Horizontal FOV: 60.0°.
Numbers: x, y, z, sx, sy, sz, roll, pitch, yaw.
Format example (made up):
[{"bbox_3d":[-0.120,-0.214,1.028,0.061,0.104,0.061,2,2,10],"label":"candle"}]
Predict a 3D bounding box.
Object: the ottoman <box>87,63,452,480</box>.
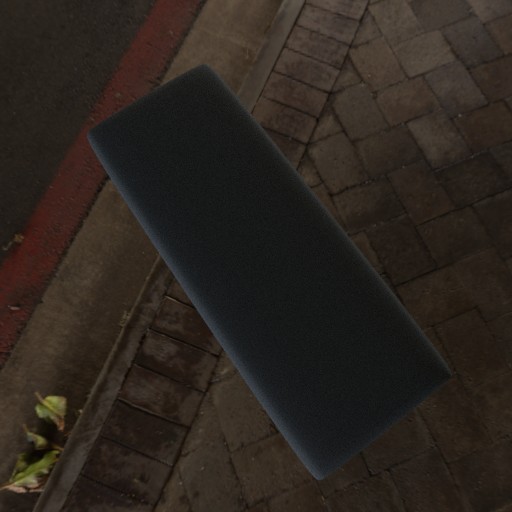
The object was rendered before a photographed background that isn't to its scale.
[{"bbox_3d":[0.000,0.000,1.853,0.646,0.393,1.609,-34,77,-9],"label":"ottoman"}]
